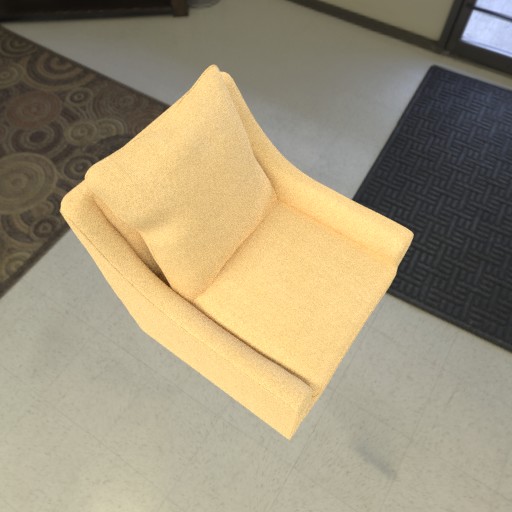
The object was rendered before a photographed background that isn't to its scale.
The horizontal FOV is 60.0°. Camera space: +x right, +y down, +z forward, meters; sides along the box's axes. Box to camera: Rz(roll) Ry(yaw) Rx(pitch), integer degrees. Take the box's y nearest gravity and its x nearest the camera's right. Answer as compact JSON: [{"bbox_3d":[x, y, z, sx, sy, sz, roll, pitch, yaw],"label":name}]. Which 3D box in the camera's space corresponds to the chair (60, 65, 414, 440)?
[{"bbox_3d":[0.000,0.000,1.574,0.876,0.927,0.760,32,64,17],"label":"chair"}]
